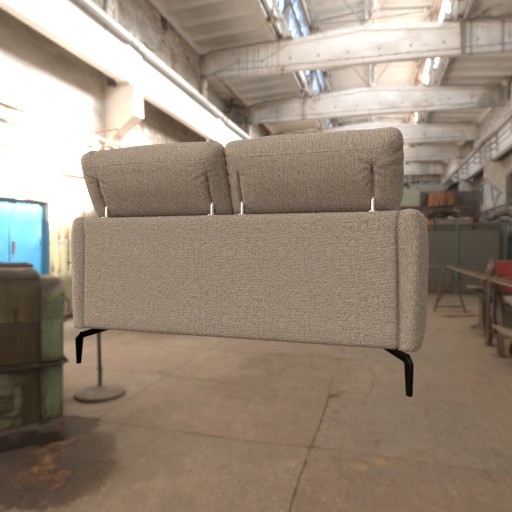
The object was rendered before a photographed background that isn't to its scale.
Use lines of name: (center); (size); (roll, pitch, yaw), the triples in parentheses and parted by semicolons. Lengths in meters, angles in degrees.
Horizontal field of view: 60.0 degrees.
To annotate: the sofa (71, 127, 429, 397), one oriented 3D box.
sofa: (0.000, 0.000, 2.142); (1.540, 0.950, 0.905); (0, 1, 18)
